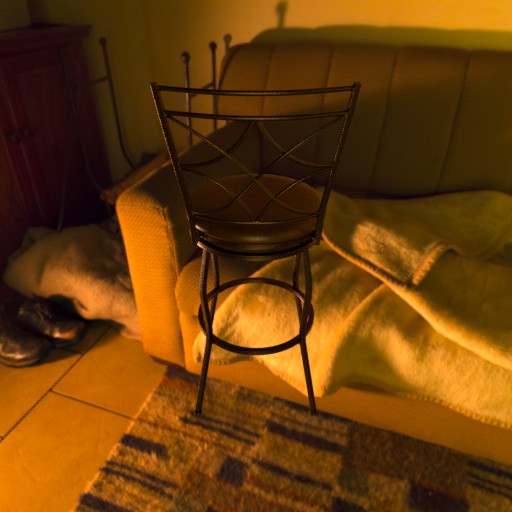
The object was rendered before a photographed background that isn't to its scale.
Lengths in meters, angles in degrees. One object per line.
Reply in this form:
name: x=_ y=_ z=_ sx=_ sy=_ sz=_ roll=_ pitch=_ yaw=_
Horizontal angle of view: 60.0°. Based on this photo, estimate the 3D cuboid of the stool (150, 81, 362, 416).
stool: x=0.000 y=0.000 z=1.391 sx=0.434 sy=1.117 sz=0.534 roll=0 pitch=32 yaw=0
